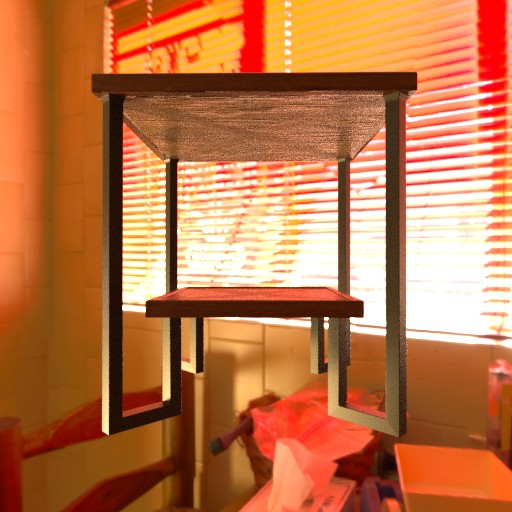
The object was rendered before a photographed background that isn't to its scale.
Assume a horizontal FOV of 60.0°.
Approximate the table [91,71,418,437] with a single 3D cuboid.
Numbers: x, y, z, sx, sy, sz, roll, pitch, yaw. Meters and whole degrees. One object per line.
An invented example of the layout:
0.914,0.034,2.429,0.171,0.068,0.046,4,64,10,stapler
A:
0.000,0.000,0.930,0.503,0.563,0.503,0,0,1,table
